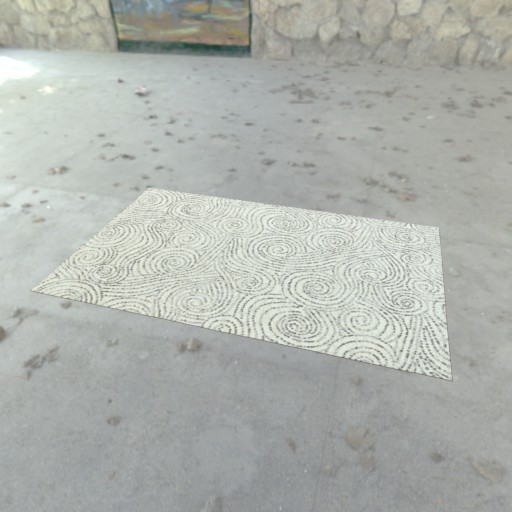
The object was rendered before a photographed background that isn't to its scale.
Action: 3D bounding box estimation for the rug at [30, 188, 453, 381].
[{"bbox_3d":[0.000,0.000,3.033,2.439,0.005,1.524,10,35,14],"label":"rug"}]
